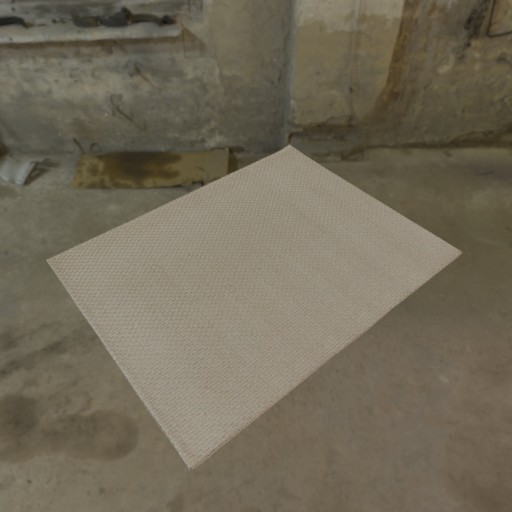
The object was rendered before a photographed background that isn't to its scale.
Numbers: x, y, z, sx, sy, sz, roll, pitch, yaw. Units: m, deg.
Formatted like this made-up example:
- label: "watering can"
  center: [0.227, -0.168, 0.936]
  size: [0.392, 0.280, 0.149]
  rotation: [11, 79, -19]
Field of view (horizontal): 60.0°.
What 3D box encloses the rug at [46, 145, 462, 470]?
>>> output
- label: "rug"
  center: [0.000, 0.000, 3.903]
  size: [2.897, 0.035, 2.277]
  rotation: [-31, 53, -26]
